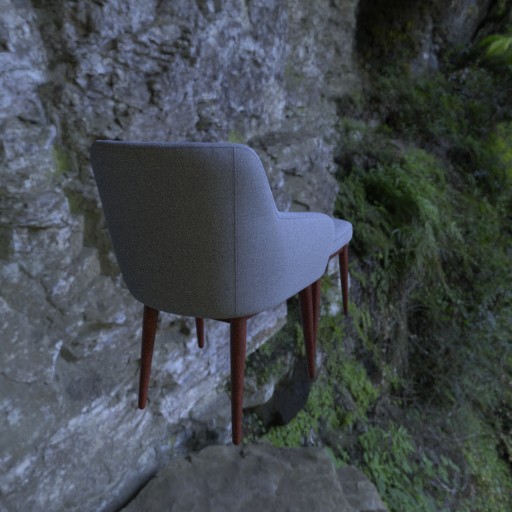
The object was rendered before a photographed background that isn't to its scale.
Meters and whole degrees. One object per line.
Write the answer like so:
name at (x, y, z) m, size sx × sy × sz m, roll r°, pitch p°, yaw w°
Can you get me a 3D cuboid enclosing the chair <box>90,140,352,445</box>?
chair at (0.000, 0.000, 1.530) m, size 0.584 × 0.799 × 1.107 m, roll 9°, pitch 19°, yaw 27°
